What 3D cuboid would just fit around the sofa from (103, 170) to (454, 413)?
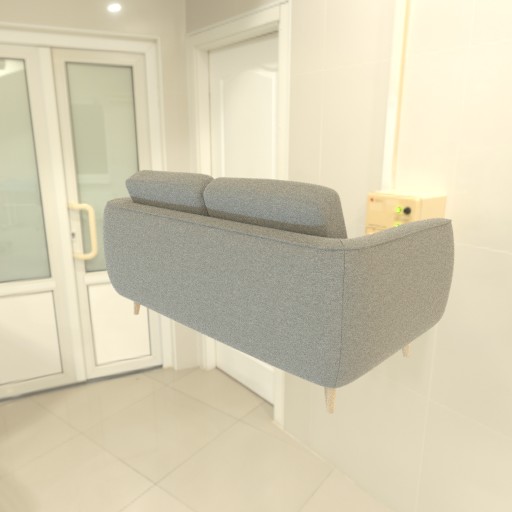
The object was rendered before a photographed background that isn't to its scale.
[{"bbox_3d":[0.000,0.000,2.265,1.700,0.850,0.920,14,20,43],"label":"sofa"}]
